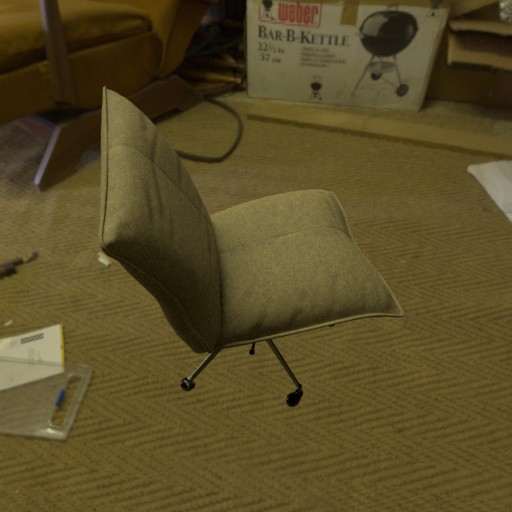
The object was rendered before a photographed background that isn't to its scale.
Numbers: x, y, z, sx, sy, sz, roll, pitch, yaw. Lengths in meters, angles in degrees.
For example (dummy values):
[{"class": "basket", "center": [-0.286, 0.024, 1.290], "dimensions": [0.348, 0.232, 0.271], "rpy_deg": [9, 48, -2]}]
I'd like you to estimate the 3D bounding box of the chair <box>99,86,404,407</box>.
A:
[{"class": "chair", "center": [0.000, 0.000, 1.271], "dimensions": [0.696, 0.811, 0.597], "rpy_deg": [-9, 47, -9]}]
